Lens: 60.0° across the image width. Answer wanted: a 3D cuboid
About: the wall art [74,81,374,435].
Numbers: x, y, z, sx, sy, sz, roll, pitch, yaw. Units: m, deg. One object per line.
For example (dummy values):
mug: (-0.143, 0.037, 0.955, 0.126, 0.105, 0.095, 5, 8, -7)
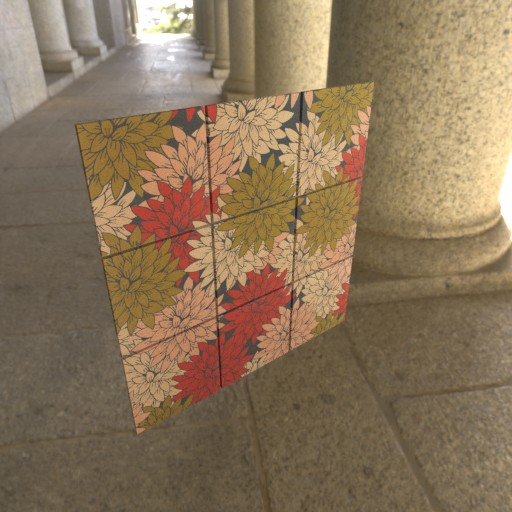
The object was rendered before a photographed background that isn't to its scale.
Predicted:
wall art: (0.000, 0.000, 1.343, 0.904, 0.913, 0.013, -21, 36, -32)
